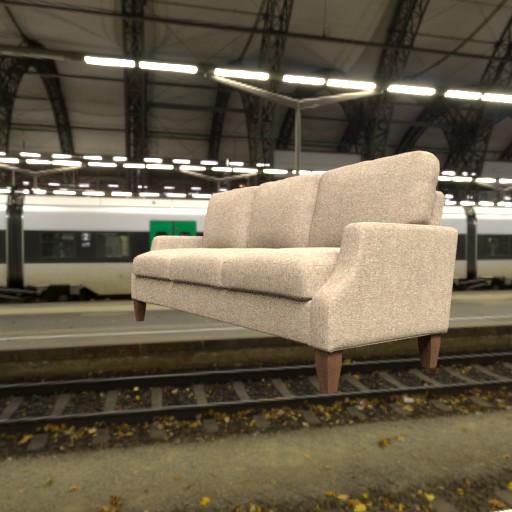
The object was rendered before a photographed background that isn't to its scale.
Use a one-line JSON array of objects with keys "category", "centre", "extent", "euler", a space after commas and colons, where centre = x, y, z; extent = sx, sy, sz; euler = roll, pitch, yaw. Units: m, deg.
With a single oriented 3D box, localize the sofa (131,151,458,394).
[{"category": "sofa", "centre": [0.000, 0.000, 2.670], "extent": [0.888, 0.984, 2.115], "euler": [-1, 1, -34]}]
